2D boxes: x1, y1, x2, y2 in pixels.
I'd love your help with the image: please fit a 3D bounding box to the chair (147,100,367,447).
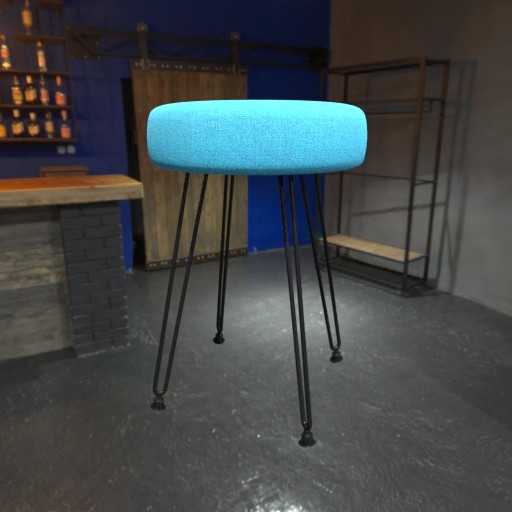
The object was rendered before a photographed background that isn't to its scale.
[{"bbox_3d":[0.000,0.000,0.675,0.350,0.440,0.350,-8,18,-25],"label":"chair"}]
